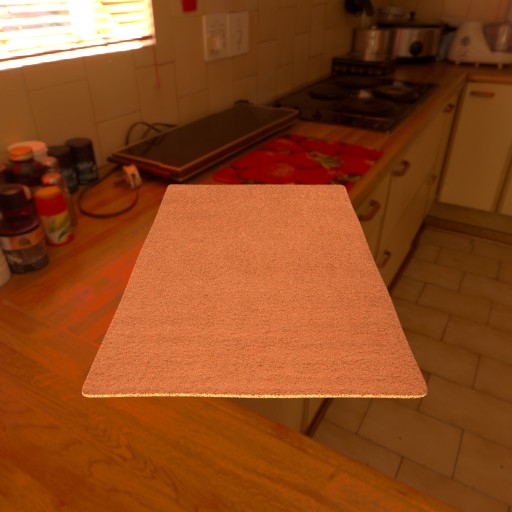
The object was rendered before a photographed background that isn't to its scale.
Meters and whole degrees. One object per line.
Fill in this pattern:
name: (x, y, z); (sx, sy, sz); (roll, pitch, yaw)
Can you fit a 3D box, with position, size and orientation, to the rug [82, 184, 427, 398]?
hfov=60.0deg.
rug: (0.000, 0.000, 3.414); (1.801, 0.024, 2.700); (0, 32, 0)
